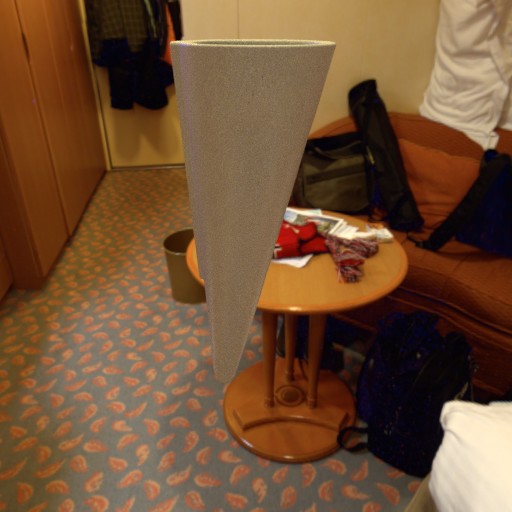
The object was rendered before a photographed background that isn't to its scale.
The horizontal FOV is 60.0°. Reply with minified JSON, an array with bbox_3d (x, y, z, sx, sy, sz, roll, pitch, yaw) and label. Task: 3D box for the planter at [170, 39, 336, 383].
[{"bbox_3d":[0.000,0.000,0.220,0.064,0.191,0.057,19,33,31],"label":"planter"}]
